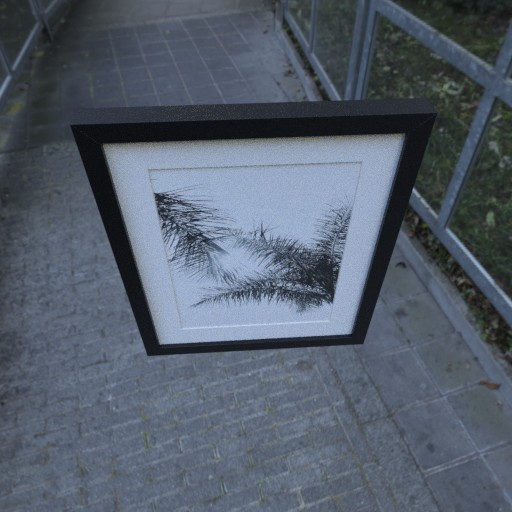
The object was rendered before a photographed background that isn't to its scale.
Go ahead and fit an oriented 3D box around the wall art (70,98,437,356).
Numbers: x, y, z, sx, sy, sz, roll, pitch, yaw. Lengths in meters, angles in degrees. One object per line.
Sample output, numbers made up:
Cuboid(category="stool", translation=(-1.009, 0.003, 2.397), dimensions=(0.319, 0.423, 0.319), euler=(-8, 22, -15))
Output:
Cuboid(category="wall art", translation=(0.000, 0.000, 0.538), dimensions=(0.325, 0.380, 0.028), euler=(-3, 46, -3))
